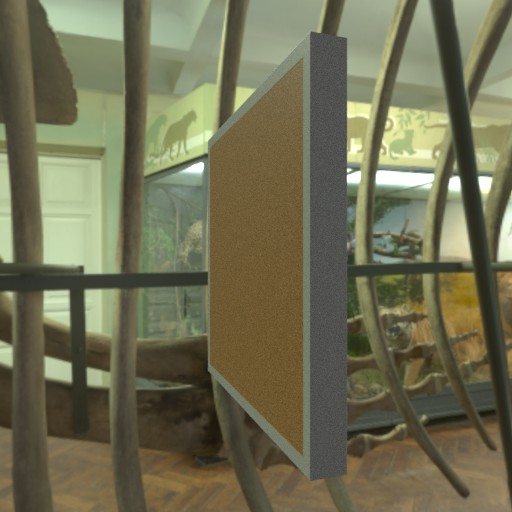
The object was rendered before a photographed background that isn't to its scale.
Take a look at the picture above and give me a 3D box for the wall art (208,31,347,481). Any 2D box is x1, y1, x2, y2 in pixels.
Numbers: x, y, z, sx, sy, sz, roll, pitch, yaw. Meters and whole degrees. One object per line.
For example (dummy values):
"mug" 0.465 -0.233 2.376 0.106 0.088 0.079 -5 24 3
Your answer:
"wall art" 0.000 0.000 0.598 0.038 0.406 0.406 0 0 -19
